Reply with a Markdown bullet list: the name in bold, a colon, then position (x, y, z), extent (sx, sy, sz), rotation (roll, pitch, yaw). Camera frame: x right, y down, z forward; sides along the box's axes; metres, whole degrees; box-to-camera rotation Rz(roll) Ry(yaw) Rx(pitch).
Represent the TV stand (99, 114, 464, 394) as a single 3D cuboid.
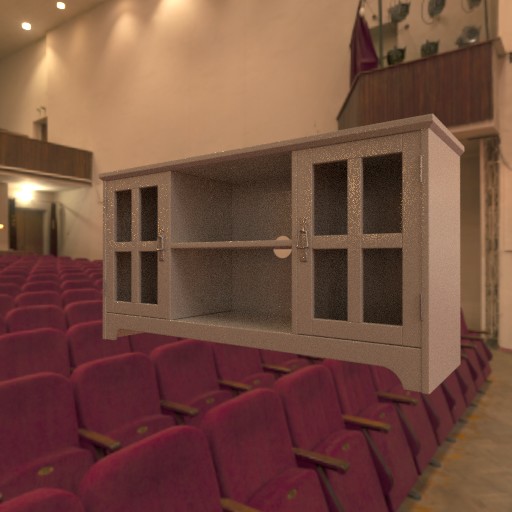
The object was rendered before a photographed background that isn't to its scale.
- **TV stand**: position (0.000, 0.000, 1.420), extent (1.167, 0.603, 0.344), rotation (0, 0, 35)
